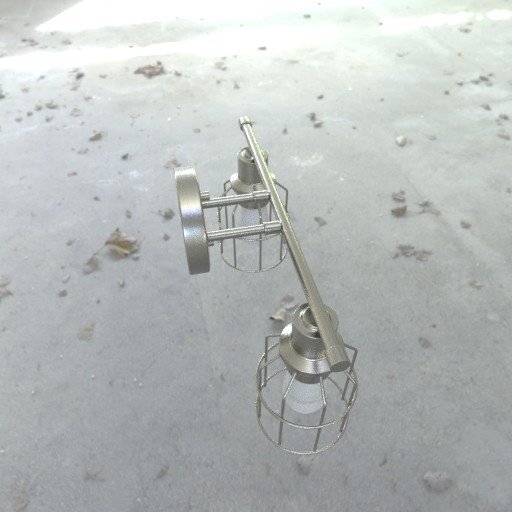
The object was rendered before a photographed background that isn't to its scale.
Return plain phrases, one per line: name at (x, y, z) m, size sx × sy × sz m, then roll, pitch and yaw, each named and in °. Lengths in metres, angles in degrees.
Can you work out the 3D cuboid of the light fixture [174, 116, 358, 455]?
light fixture at (0.000, 0.000, 0.542) m, size 0.165 × 0.254 × 0.406 m, roll -9°, pitch 46°, yaw -8°
